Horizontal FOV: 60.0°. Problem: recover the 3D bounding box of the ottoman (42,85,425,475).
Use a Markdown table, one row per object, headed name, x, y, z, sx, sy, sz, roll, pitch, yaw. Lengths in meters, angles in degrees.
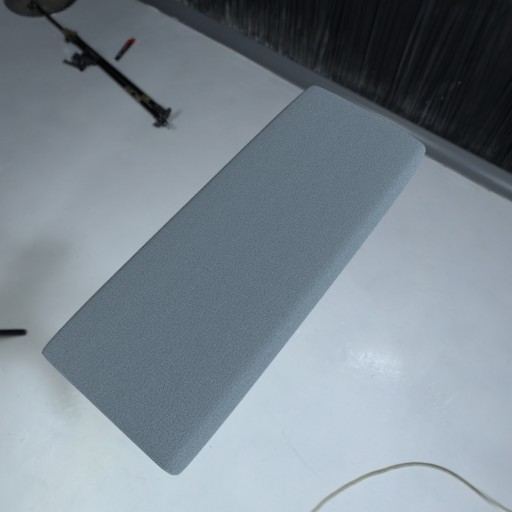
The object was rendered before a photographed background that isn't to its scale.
| name | x | y | z | sx | sy | sz | roll | pitch | yaw |
| --- | --- | --- | --- | --- | --- | --- | --- | --- | --- |
| ottoman | 0.000 | 0.000 | 1.833 | 0.646 | 0.393 | 1.609 | 35 | 68 | 16 |
